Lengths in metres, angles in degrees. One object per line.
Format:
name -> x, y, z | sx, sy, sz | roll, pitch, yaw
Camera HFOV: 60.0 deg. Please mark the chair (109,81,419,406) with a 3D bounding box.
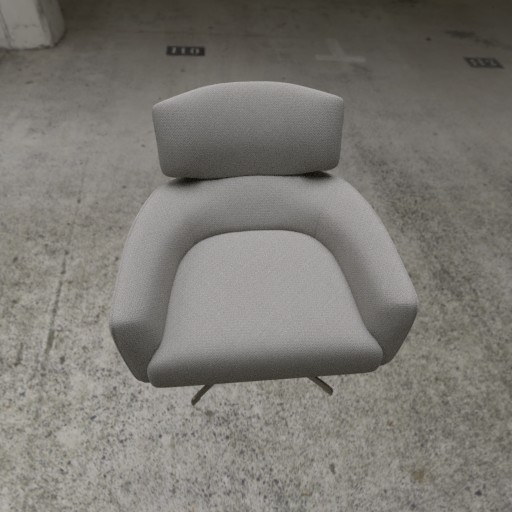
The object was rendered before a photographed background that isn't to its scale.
chair -> 0.000, 0.000, 1.376 | 0.760, 0.810, 0.730 | -3, 45, -3
